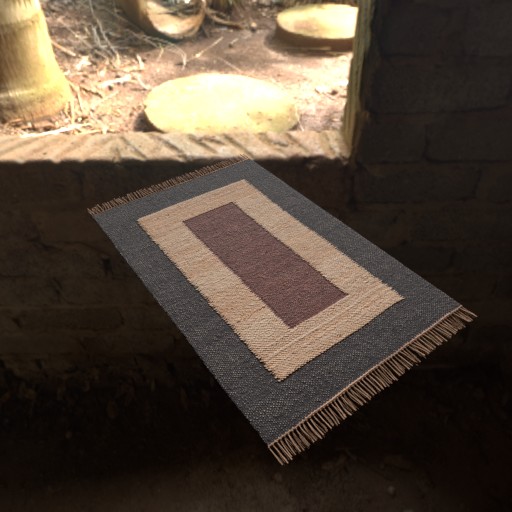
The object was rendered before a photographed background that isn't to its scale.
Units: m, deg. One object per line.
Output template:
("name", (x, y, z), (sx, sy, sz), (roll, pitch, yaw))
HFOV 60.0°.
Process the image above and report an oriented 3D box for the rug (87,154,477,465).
("rug", (0.000, 0.000, 2.500), (1.224, 0.027, 2.021), (-26, 48, -26))
